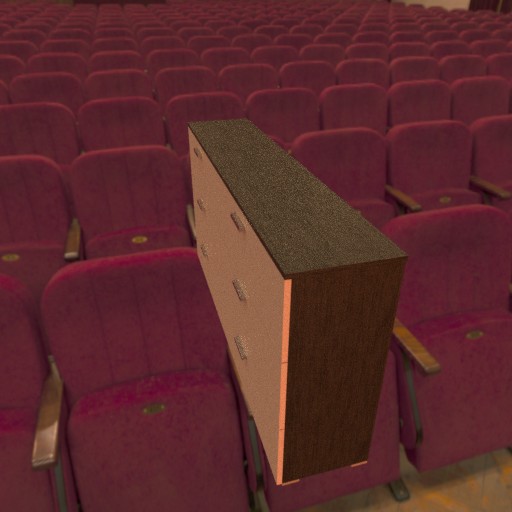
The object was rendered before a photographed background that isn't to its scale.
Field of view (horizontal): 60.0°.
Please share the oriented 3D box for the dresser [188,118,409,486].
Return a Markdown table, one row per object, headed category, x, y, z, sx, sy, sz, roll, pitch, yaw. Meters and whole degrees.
| category | x | y | z | sx | sy | sz | roll | pitch | yaw |
| --- | --- | --- | --- | --- | --- | --- | --- | --- | --- |
| dresser | 0.000 | 0.000 | 1.870 | 0.333 | 0.790 | 1.535 | -8 | 31 | -14 |
